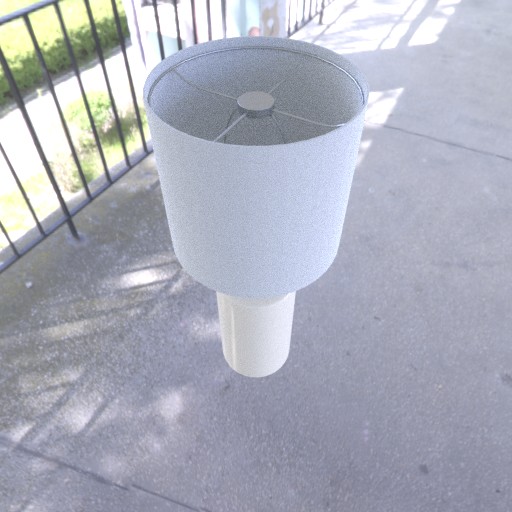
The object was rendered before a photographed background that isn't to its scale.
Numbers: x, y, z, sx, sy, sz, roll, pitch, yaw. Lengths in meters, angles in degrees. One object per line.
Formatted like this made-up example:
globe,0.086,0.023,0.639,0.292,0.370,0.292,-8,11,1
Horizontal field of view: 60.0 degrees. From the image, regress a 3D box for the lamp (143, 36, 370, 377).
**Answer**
lamp,0.000,0.000,0.602,0.212,0.493,0.212,24,52,20
